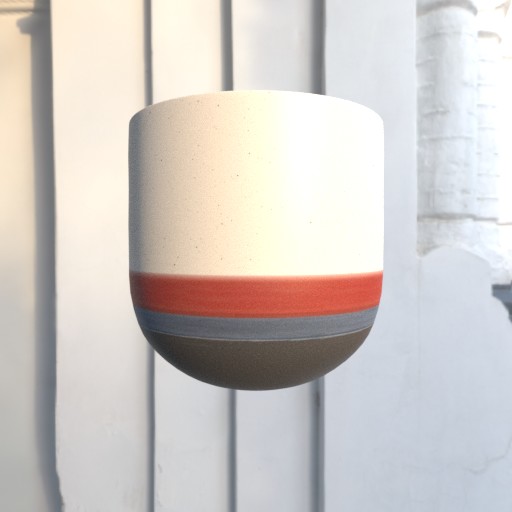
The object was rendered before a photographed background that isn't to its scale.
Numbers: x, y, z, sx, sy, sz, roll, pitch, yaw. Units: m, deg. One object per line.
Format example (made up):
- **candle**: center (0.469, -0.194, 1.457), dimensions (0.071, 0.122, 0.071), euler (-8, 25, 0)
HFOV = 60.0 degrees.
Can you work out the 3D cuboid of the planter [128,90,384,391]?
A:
- **planter**: center (0.000, 0.000, 0.486), dimensions (0.268, 0.270, 0.268), euler (0, 2, 0)
